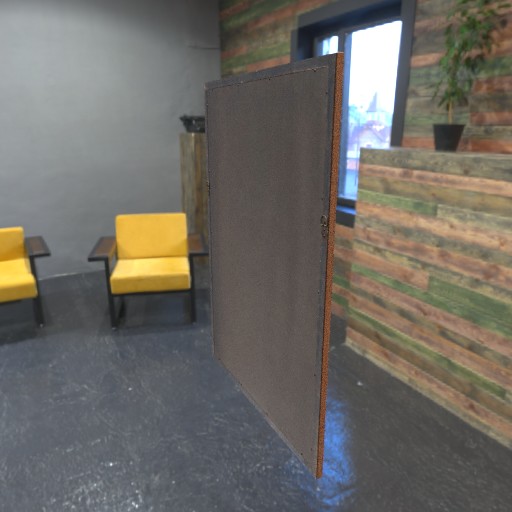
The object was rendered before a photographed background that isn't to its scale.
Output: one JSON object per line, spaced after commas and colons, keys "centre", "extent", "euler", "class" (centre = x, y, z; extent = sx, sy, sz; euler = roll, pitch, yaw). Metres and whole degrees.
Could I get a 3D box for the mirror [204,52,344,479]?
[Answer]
{"centre": [0.000, 0.000, 1.288], "extent": [0.025, 0.996, 0.705], "euler": [-8, 18, -26], "class": "mirror"}
